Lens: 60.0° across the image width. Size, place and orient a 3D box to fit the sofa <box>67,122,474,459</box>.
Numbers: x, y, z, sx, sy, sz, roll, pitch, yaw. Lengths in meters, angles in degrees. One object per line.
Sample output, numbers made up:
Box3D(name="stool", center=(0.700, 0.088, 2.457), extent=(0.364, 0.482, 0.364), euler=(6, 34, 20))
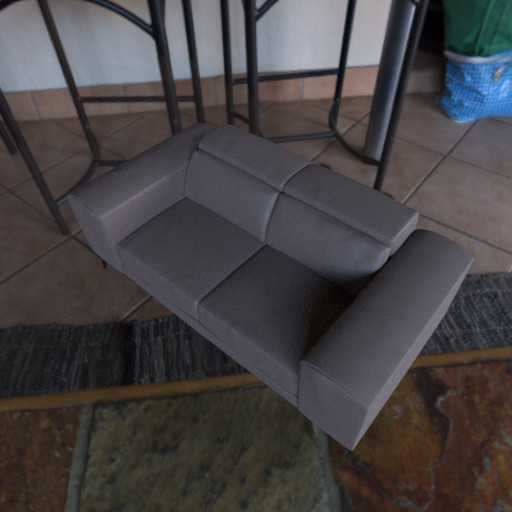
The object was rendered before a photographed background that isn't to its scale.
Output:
Box3D(name="sofa", center=(0.000, 0.000, 2.403), extent=(1.895, 0.779, 1.003), euler=(32, 54, 26))
